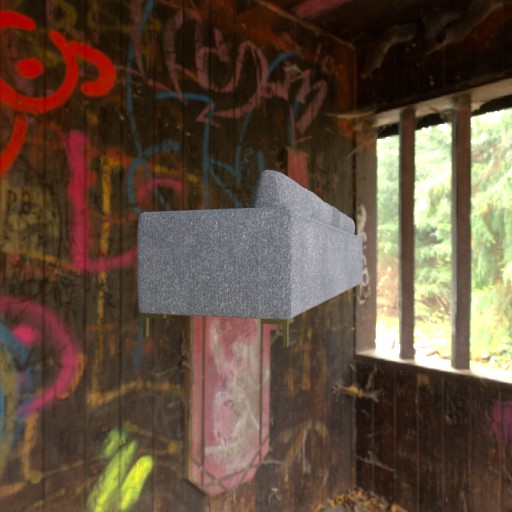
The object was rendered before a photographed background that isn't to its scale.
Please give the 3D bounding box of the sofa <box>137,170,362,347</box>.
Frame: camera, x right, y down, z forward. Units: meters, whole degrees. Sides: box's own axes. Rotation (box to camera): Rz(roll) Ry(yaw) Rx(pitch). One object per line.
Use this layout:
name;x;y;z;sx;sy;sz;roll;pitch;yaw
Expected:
sofa;0.000;0.000;3.499;1.350;0.810;2.932;0;0;19
